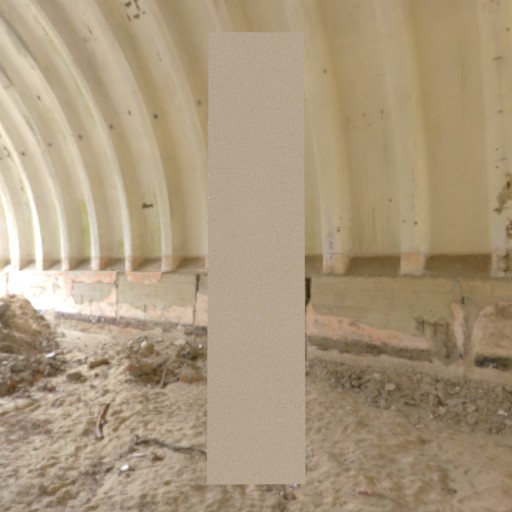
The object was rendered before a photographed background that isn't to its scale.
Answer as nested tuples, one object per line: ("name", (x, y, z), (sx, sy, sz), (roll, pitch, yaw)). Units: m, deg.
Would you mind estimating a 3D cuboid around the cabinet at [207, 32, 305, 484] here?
("cabinet", (0.000, 0.000, 1.507), (0.300, 1.400, 0.270), (0, -2, 0))
